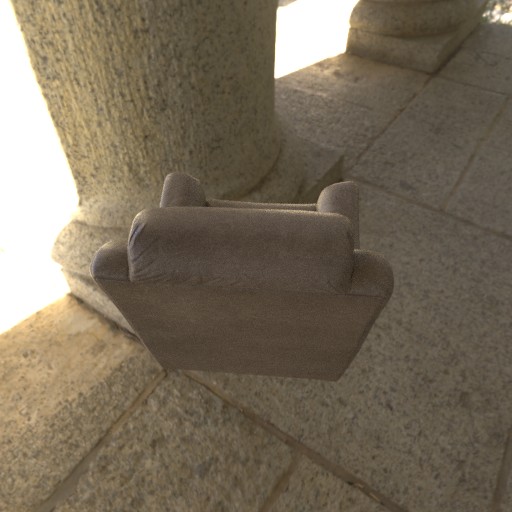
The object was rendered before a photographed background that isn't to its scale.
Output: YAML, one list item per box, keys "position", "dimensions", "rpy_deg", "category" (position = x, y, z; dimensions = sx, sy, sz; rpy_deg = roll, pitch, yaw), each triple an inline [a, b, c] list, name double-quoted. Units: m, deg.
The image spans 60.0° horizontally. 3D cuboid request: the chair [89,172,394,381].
- position: [0.000, 0.000, 1.906]
  dimensions: [0.967, 1.116, 1.068]
  rpy_deg: [3, 46, 3]
  category: "chair"
